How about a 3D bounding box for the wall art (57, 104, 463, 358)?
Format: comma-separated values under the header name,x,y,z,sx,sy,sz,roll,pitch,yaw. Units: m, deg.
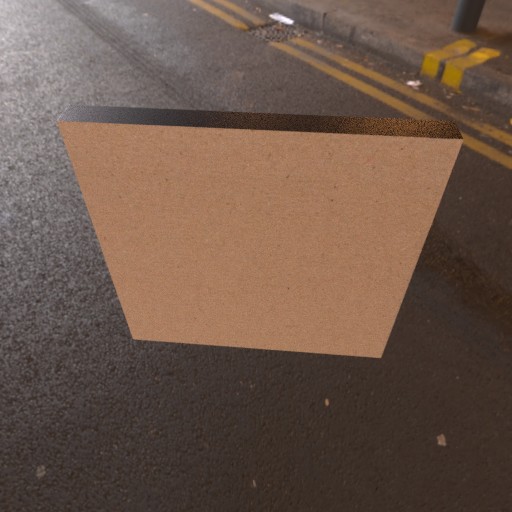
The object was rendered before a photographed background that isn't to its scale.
name,x,y,z,sx,sy,sz,roll,pitch,yaw
wall art,0.000,0.000,0.479,0.327,0.318,0.029,4,46,4
